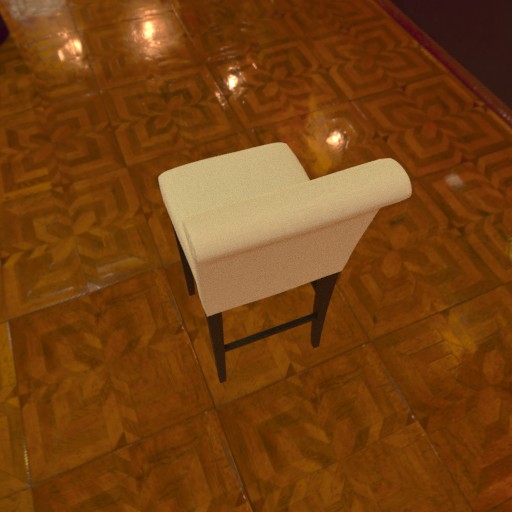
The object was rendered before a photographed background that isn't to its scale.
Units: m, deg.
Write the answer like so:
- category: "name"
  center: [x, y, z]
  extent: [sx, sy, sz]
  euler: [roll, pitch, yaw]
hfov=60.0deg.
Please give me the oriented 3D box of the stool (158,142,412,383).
- category: "stool"
  center: [0.000, 0.000, 1.426]
  extent: [0.452, 1.124, 0.597]
  euler: [-18, 59, -11]
